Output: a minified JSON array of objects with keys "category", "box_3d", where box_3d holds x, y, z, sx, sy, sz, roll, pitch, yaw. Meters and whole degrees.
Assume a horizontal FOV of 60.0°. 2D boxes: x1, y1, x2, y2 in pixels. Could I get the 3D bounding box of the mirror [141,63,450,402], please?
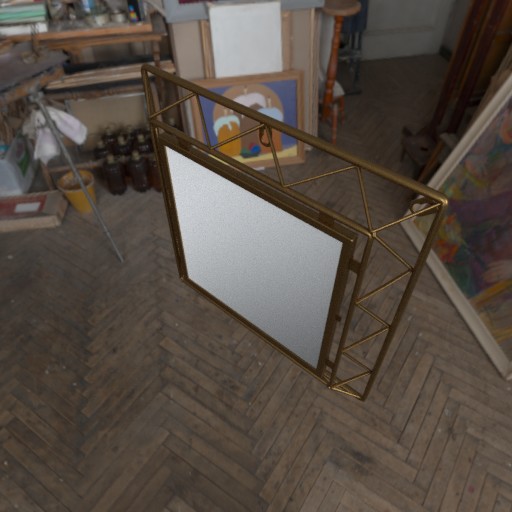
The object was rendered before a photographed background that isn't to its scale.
[{"category":"mirror","box_3d":[0.000,0.000,0.618,0.416,0.414,0.046,32,55,26]}]
